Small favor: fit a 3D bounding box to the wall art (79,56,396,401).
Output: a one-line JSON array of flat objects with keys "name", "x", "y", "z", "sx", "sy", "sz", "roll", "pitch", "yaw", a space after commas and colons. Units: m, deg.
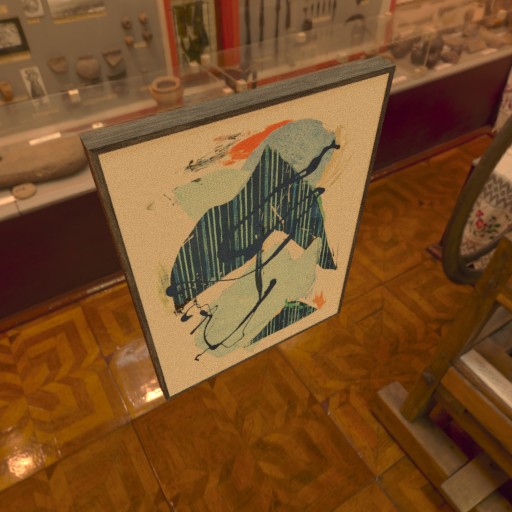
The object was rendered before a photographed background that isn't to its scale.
[{"name": "wall art", "x": 0.000, "y": 0.000, "z": 1.343, "sx": 0.762, "sy": 1.016, "sz": 0.063, "roll": -23, "pitch": 50, "yaw": -20}]
